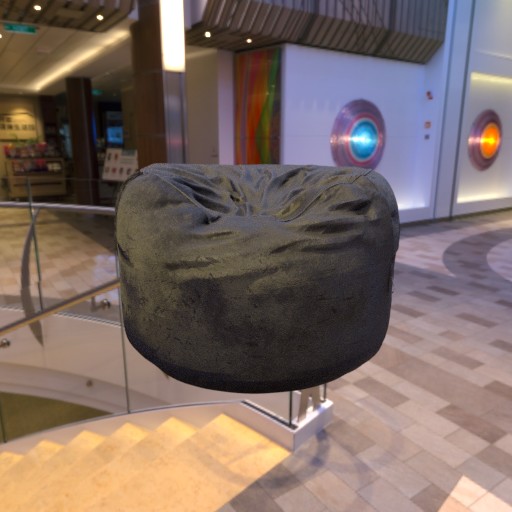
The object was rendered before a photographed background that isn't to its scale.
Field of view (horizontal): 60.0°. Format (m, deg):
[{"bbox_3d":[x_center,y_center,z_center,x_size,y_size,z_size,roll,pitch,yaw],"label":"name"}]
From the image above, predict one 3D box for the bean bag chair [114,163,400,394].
[{"bbox_3d":[0.000,0.000,1.505,0.918,0.605,0.918,0,14,0],"label":"bean bag chair"}]
